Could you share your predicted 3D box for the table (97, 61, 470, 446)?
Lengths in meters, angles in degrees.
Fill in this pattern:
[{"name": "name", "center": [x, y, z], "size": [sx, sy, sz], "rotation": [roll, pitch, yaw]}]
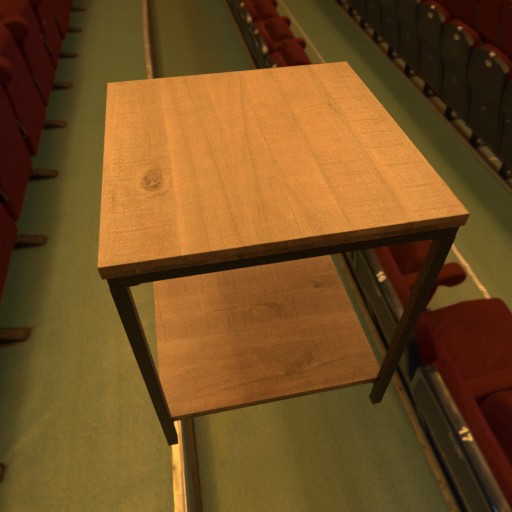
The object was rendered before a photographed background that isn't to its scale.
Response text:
[{"name": "table", "center": [0.000, 0.000, 0.964], "size": [0.503, 0.589, 0.507], "rotation": [-8, 47, -8]}]
